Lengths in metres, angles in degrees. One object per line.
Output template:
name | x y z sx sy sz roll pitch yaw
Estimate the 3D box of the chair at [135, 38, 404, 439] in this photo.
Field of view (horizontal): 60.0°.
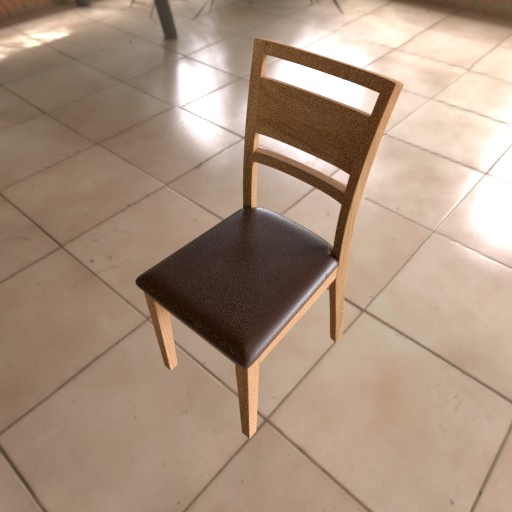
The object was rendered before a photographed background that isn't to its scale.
chair | 0.000 0.000 1.228 0.420 0.940 0.545 31 54 27
